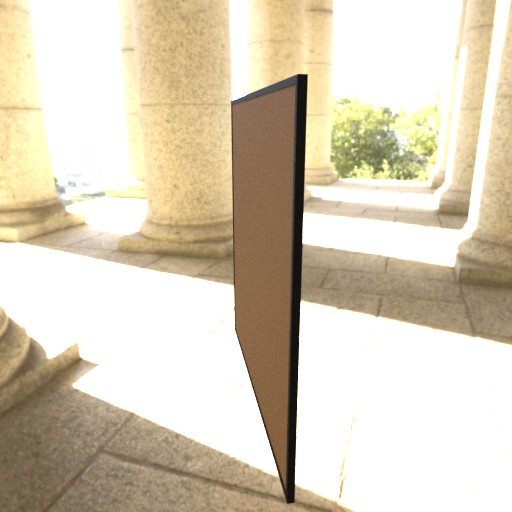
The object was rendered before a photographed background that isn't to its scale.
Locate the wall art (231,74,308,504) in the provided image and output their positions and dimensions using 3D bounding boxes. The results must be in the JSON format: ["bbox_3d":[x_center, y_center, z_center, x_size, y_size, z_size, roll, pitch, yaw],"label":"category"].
[{"bbox_3d":[0.000,0.000,0.955,0.015,0.663,0.664,-3,17,-10],"label":"wall art"}]
